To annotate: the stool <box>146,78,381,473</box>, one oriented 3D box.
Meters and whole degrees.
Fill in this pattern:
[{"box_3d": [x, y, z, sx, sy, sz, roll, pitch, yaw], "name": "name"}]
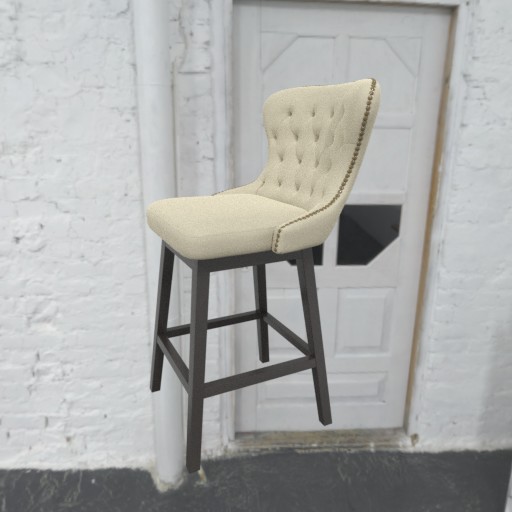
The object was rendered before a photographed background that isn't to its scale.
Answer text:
[{"box_3d": [0.000, 0.000, 1.303, 0.593, 0.971, 0.528, -8, 19, -25], "name": "stool"}]
